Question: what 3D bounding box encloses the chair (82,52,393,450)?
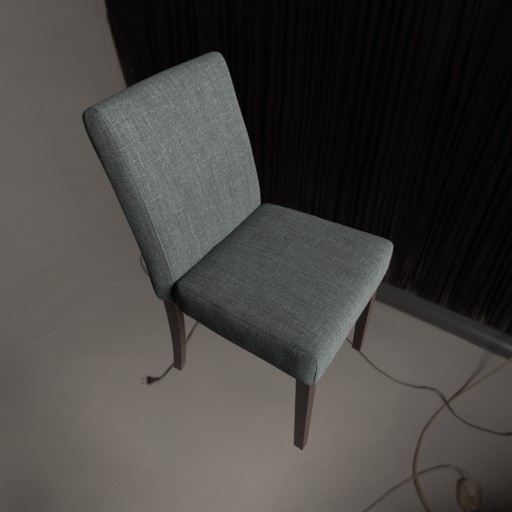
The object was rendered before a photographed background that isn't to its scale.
[{"bbox_3d":[0.000,0.000,1.232,0.629,0.884,0.487,24,48,24],"label":"chair"}]
